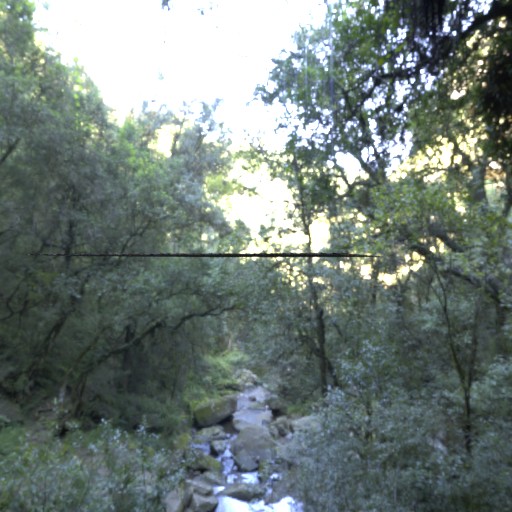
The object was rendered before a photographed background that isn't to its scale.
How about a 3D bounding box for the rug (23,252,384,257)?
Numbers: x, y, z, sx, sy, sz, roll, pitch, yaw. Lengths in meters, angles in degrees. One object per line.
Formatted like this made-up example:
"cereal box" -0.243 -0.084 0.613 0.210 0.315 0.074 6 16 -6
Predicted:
"rug" 0.000 0.000 2.985 1.524 0.011 2.438 0 0 19
